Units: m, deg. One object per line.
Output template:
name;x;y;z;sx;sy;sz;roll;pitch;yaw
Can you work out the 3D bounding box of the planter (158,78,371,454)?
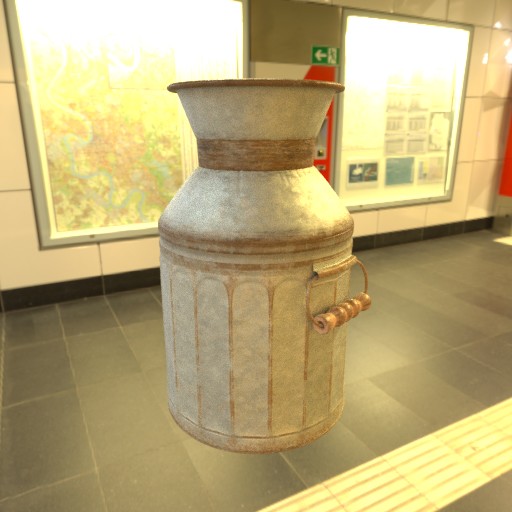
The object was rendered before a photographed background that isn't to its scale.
planter;0.000;0.000;0.498;0.248;0.358;0.215;15;23;40
